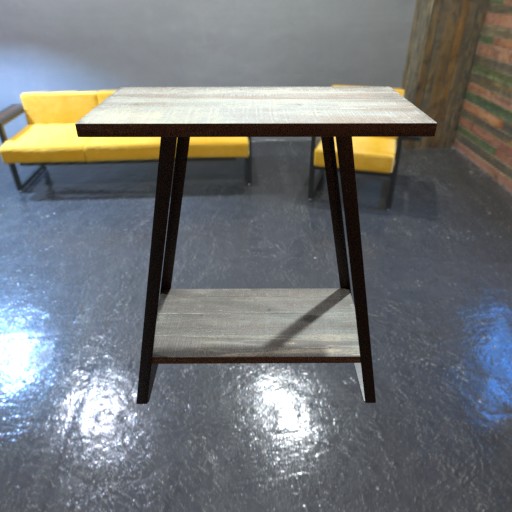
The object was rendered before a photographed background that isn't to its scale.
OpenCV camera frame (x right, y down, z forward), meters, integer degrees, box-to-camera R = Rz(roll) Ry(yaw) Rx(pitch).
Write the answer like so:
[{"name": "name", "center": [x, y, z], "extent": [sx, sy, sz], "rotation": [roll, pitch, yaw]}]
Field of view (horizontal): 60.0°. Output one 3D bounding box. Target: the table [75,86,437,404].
[{"name": "table", "center": [0.000, 0.000, 1.043], "extent": [0.599, 0.701, 0.300], "rotation": [0, 32, 0]}]
